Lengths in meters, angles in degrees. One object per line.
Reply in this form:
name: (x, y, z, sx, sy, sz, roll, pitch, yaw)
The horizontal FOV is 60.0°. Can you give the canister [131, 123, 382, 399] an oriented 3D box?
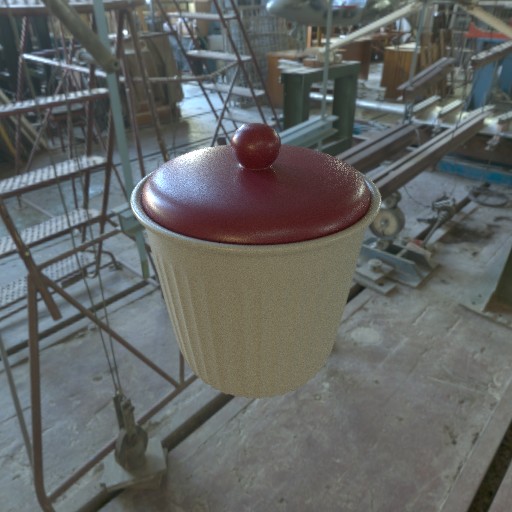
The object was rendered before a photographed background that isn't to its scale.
canister: (0.000, 0.000, 0.358, 0.181, 0.211, 0.181, 0, 31, 0)
